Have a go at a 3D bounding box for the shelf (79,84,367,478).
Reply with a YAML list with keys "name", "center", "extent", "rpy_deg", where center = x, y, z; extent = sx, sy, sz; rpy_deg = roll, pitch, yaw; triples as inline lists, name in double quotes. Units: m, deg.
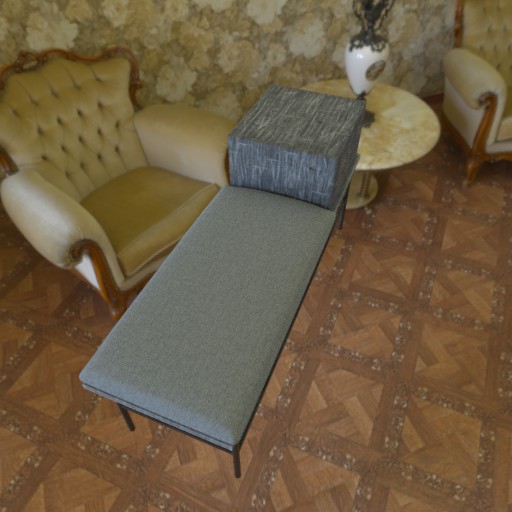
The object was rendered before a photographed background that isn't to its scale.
- name: "shelf"
  center: [0.000, 0.000, 1.584]
  extent: [0.457, 0.633, 1.342]
  rpy_deg: [16, 48, 15]
